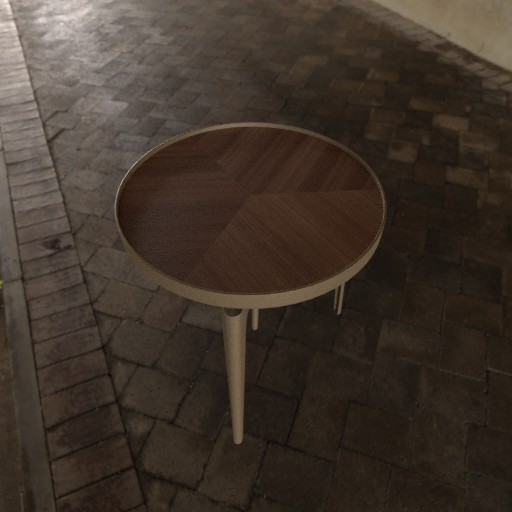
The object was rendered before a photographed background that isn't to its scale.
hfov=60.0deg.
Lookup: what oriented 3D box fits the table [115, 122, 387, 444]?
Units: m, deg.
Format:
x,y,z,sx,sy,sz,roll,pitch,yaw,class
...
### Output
x,y,z,sx,sy,sz,roll,pitch,yaw,class
0.000,0.000,1.143,0.532,0.555,0.751,5,47,5,table
